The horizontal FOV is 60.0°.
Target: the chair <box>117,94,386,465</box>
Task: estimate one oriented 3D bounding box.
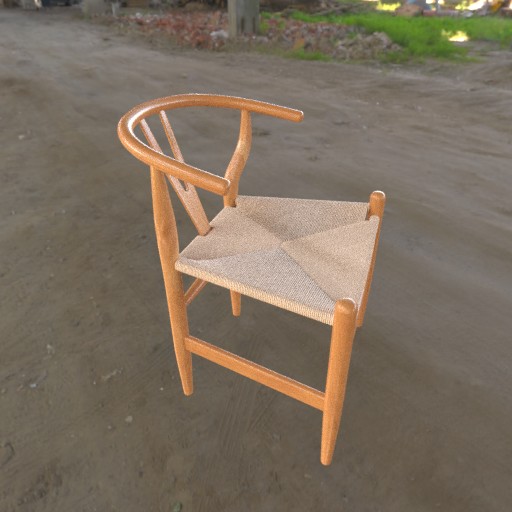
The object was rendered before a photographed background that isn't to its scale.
[{"bbox_3d":[0.000,0.000,1.151,0.579,0.730,0.569,10,33,16],"label":"chair"}]
